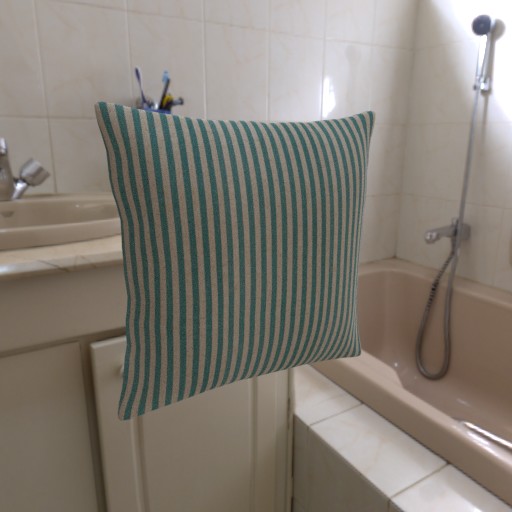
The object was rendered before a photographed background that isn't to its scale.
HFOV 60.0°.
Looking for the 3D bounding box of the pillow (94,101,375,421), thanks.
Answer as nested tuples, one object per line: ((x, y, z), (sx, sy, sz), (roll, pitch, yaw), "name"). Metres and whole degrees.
((0.000, 0.000, 0.796), (0.523, 0.510, 0.166), (-8, 17, -27), "pillow")
